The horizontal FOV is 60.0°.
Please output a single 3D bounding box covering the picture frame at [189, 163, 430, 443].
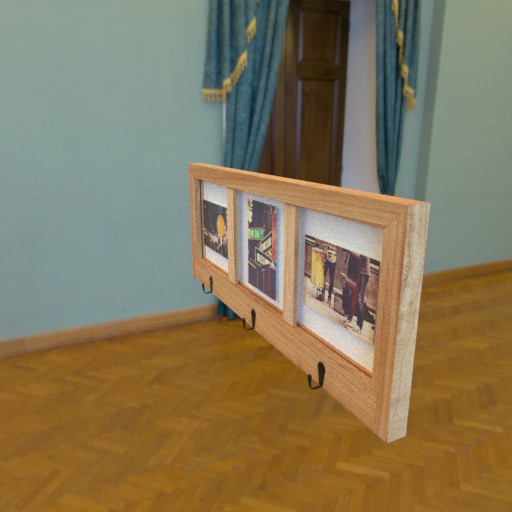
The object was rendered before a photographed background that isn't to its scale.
[{"bbox_3d":[0.000,0.000,0.653,0.045,0.234,0.582,-8,17,-25],"label":"picture frame"}]
